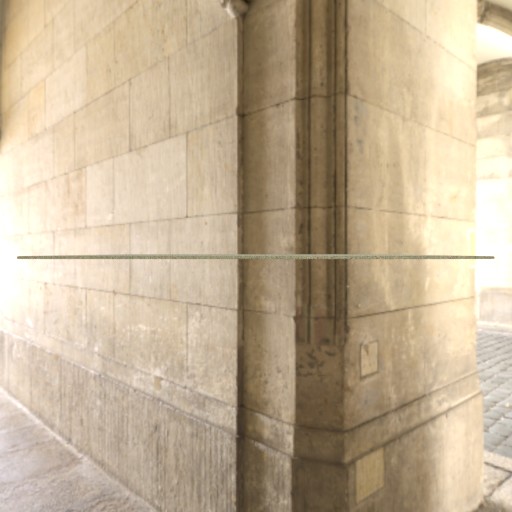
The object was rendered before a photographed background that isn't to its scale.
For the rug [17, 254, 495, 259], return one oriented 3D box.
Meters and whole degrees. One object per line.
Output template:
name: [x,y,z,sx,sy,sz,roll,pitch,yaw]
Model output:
rug: [0.000,0.000,4.023,3.039,0.019,2.420,0,0,0]
